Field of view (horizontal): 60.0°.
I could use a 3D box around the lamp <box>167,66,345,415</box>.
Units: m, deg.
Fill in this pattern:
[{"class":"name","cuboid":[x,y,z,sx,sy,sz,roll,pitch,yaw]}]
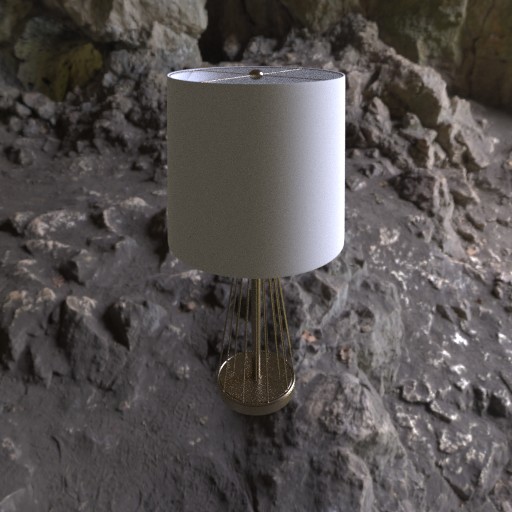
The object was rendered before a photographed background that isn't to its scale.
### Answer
[{"class":"lamp","cuboid":[0.000,0.000,0.794,0.303,0.618,0.303,0,27,0]}]
